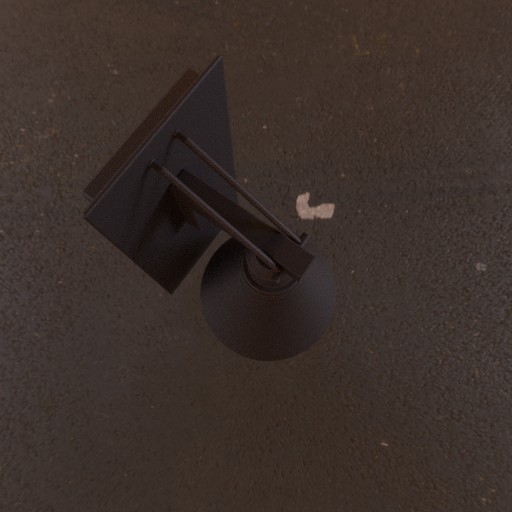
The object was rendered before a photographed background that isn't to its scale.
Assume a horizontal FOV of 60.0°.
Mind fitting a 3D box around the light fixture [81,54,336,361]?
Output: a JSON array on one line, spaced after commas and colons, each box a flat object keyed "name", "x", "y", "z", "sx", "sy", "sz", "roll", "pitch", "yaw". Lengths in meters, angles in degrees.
[{"name": "light fixture", "x": 0.000, "y": 0.000, "z": 0.425, "sx": 0.207, "sy": 0.298, "sz": 0.170, "roll": 35, "pitch": 78, "yaw": 8}]
